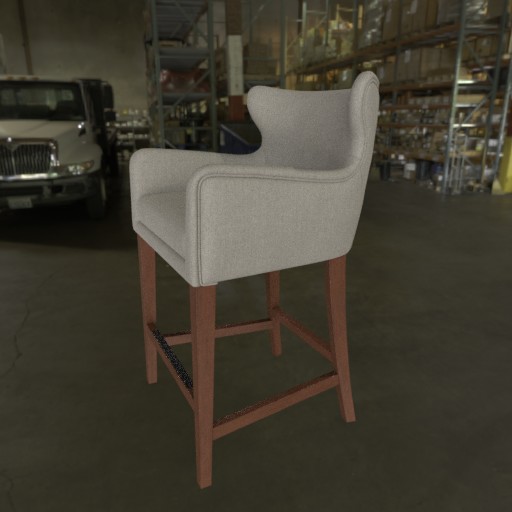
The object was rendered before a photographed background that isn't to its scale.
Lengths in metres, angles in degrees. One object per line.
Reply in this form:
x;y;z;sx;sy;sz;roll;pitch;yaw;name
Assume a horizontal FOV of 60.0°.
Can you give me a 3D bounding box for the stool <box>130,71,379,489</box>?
0.000;0.000;1.270;0.575;0.951;0.575;-9;19;-26;stool
